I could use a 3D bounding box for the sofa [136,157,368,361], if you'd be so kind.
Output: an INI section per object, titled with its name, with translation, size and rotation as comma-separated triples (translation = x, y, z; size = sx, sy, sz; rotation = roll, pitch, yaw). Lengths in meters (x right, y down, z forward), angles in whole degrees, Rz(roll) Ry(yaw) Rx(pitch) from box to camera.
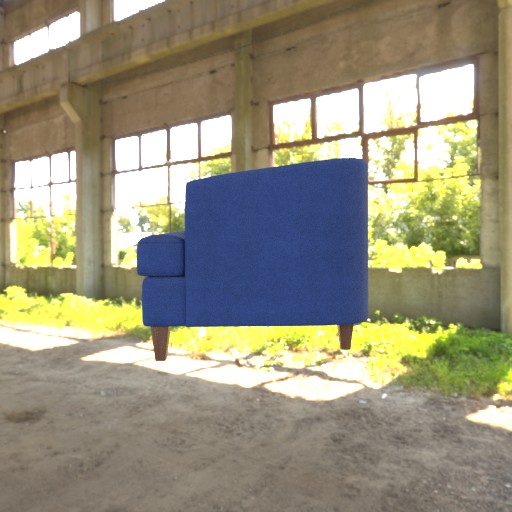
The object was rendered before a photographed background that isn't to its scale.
[sofa]
translation = 0.000, 0.000, 2.715
size = 0.914, 0.787, 2.235
rotation = 0, 0, -1
